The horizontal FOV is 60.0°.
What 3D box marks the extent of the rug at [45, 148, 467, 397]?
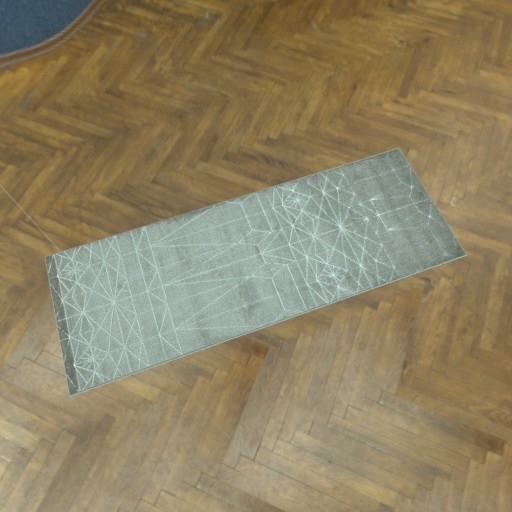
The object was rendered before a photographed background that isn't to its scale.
[{"bbox_3d":[0.000,0.000,2.664,2.388,0.012,0.864,-18,66,-8],"label":"rug"}]
